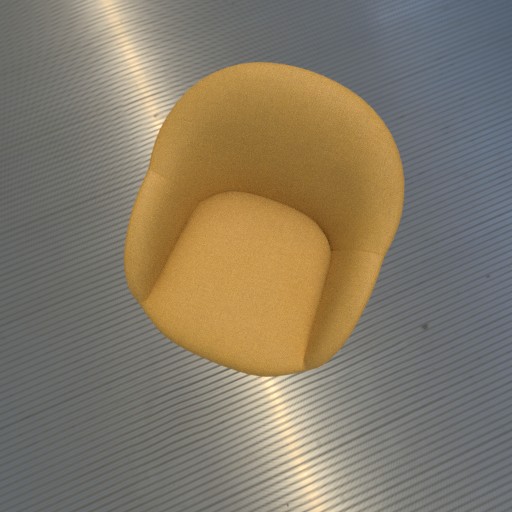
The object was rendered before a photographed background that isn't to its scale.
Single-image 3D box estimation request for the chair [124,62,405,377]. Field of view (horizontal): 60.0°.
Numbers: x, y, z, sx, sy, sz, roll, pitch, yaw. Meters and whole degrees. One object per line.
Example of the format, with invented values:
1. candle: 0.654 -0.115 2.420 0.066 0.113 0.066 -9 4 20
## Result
1. chair: 0.000 0.000 1.168 0.551 0.793 0.583 21 77 5
